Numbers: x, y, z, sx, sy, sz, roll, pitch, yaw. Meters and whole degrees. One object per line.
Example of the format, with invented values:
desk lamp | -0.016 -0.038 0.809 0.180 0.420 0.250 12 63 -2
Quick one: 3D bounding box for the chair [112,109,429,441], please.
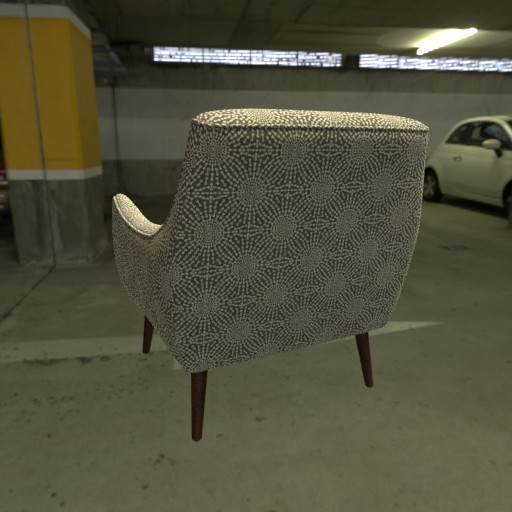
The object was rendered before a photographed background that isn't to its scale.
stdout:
chair | 0.000 0.000 1.409 0.762 0.838 0.787 -7 16 -26
